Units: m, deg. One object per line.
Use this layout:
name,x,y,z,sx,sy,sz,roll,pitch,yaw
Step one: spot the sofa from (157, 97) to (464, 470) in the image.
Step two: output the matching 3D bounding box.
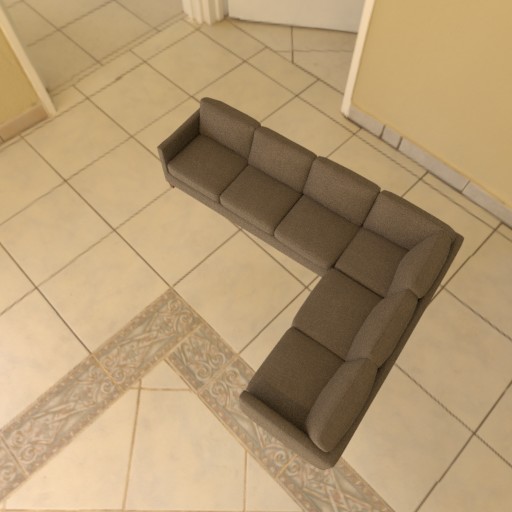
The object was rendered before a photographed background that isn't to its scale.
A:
sofa,0.000,0.000,4.546,3.302,0.947,2.593,32,66,16
